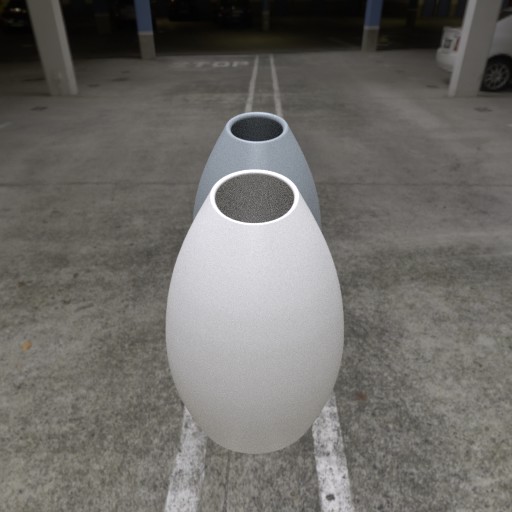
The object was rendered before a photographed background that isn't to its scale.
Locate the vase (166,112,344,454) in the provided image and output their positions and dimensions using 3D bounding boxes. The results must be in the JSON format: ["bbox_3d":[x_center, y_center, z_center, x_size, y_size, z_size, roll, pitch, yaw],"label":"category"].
[{"bbox_3d":[0.000,0.000,0.259,0.089,0.131,0.187,0,33,1],"label":"vase"}]
